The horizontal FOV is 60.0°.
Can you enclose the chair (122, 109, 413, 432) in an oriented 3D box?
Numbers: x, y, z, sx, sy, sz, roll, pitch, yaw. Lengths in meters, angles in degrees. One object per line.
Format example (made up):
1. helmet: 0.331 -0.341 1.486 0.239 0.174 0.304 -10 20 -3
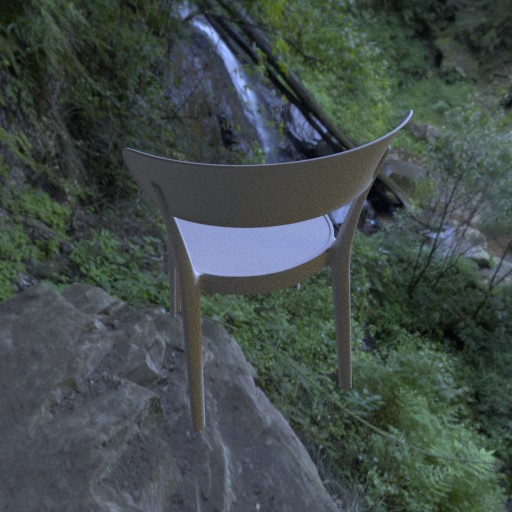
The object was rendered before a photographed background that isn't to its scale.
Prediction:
1. chair: 0.000 0.000 1.078 0.506 0.790 0.491 -11 43 -12
